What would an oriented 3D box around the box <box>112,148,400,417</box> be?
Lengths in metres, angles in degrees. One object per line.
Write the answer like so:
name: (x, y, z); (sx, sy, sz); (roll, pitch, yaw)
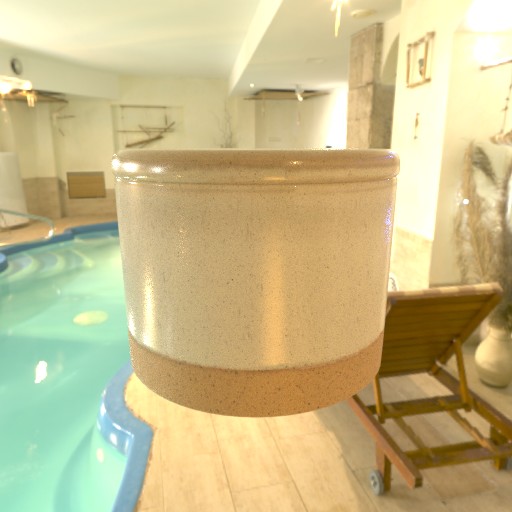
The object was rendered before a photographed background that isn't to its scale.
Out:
box: (0.000, 0.000, 0.260); (0.154, 0.123, 0.154); (0, 14, 0)
